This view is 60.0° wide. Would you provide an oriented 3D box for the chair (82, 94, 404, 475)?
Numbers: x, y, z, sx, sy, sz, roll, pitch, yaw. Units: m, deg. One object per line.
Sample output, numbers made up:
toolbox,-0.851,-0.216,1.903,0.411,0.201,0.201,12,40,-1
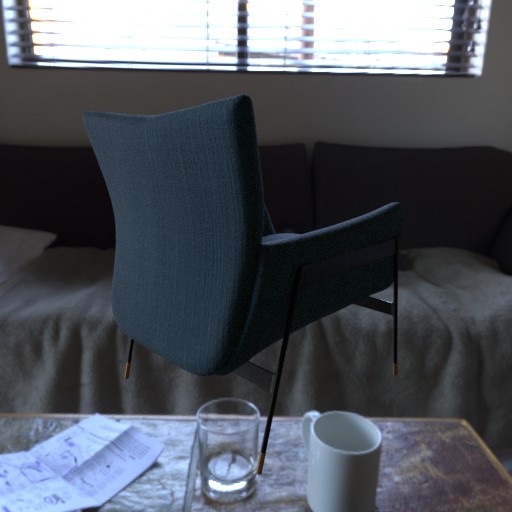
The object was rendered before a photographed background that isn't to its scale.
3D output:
chair,0.000,0.000,1.382,0.769,0.859,0.678,-14,20,-43
